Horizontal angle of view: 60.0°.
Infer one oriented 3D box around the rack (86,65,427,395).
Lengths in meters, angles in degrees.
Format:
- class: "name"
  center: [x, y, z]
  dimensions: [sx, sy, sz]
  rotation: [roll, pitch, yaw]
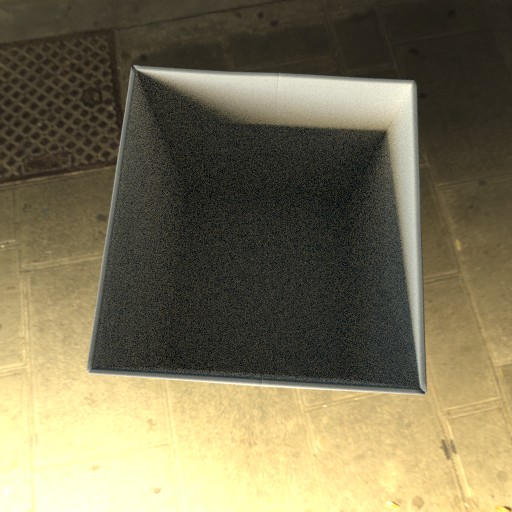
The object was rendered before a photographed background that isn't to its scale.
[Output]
- class: "rack"
  center: [0.000, 0.000, 0.492]
  dimensions: [0.270, 0.280, 0.270]
  rotation: [3, 76, 1]
